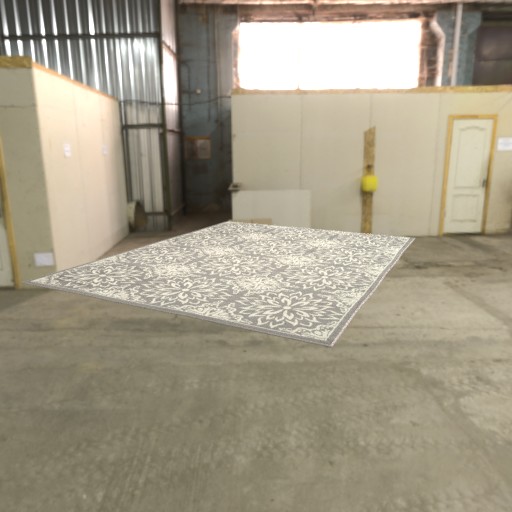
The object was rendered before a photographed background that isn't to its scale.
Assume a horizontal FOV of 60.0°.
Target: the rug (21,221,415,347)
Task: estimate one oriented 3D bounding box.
[{"bbox_3d":[0.000,0.000,4.026,2.363,0.012,2.980,7,16,26],"label":"rug"}]
